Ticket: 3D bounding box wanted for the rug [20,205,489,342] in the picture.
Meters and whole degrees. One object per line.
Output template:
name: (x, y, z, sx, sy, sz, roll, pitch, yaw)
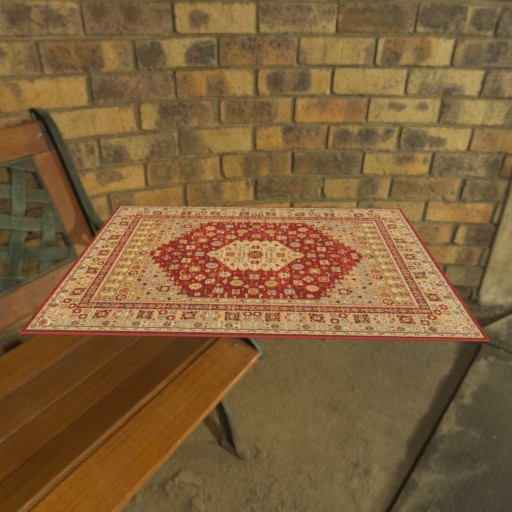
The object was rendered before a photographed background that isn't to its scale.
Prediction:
rug: (0.000, 0.000, 2.783, 2.211, 0.013, 1.593, 1, 29, 1)
